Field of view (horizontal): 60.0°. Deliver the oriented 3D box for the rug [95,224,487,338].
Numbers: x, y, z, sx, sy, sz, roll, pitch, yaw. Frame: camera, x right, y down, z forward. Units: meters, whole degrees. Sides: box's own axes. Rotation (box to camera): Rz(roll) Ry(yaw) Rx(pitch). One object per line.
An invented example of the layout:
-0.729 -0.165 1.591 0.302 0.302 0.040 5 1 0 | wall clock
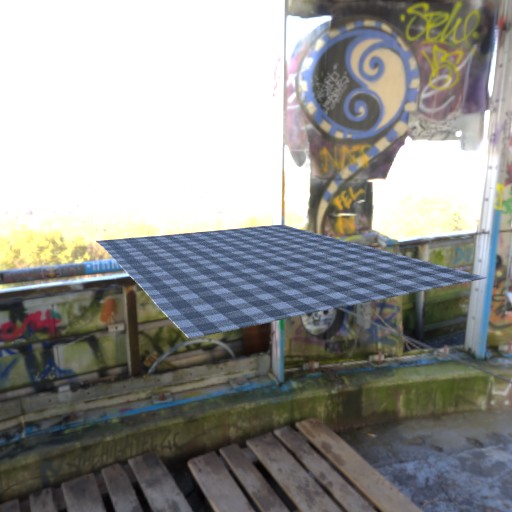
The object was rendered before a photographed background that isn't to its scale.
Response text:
0.000 0.000 4.164 2.432 0.013 3.021 -7 15 -28 | rug
